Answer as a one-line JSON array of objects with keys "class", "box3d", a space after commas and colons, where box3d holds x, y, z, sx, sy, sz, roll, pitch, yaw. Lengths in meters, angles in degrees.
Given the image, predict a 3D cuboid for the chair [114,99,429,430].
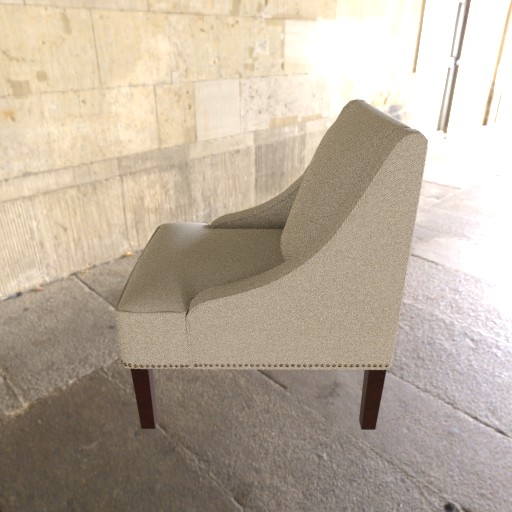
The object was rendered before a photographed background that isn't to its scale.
[{"class": "chair", "box3d": [0.000, 0.000, 1.393, 0.748, 0.872, 0.628, 0, 26, 0]}]
